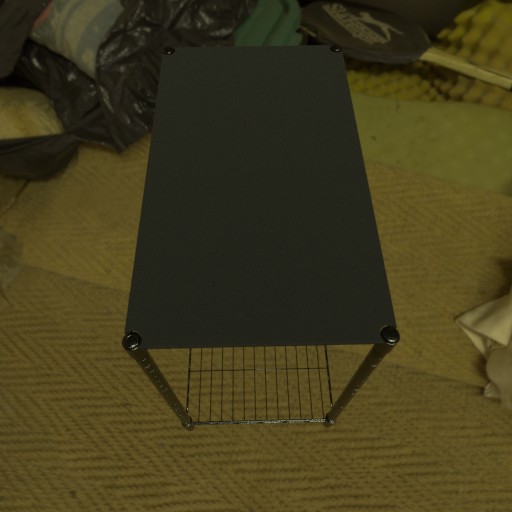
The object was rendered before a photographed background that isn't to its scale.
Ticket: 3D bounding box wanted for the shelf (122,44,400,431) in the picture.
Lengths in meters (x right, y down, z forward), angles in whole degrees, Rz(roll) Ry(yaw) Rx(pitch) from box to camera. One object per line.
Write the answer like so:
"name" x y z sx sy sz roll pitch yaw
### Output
"shelf" 0.000 0.000 0.920 0.338 0.564 0.589 -1 59 -1
